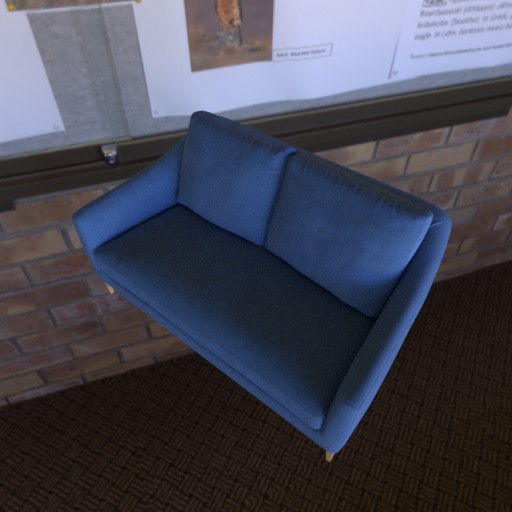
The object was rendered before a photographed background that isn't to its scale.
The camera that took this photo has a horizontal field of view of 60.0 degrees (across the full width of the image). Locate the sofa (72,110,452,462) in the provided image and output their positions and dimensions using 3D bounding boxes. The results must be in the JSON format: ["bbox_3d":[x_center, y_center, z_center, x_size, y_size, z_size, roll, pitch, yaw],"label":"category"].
[{"bbox_3d":[0.000,0.000,2.170,1.619,0.902,0.960,30,52,26],"label":"sofa"}]
